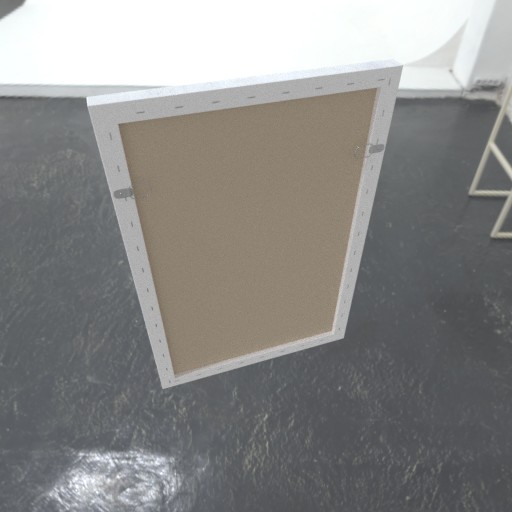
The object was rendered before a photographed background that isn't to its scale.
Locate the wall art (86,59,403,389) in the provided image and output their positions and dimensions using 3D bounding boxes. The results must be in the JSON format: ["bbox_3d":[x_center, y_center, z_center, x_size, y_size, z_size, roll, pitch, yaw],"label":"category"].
[{"bbox_3d":[0.000,0.000,1.158,0.624,0.914,0.043,-13,44,-13],"label":"wall art"}]
